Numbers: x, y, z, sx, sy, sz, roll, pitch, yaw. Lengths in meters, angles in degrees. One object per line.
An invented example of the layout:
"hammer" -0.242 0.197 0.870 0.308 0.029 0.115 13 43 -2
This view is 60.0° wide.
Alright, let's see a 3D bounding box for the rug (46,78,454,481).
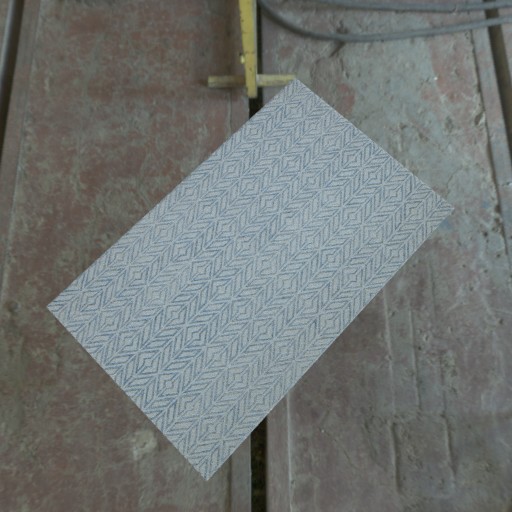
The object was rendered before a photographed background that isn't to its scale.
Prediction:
"rug" 0.000 0.000 3.035 1.526 0.008 2.441 43 79 10
